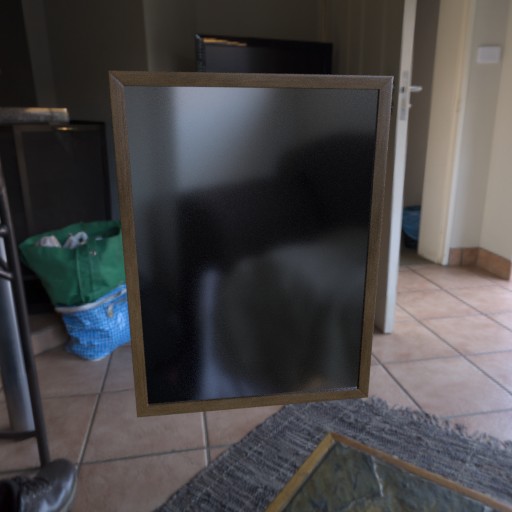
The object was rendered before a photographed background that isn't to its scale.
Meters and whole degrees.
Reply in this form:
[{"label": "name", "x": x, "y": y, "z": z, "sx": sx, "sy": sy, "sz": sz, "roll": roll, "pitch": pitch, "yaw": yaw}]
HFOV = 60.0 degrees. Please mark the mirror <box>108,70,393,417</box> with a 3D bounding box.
[{"label": "mirror", "x": 0.000, "y": 0.000, "z": 1.330, "sx": 0.762, "sy": 1.016, "sz": 0.040, "roll": -2, "pitch": 16, "yaw": -8}]
